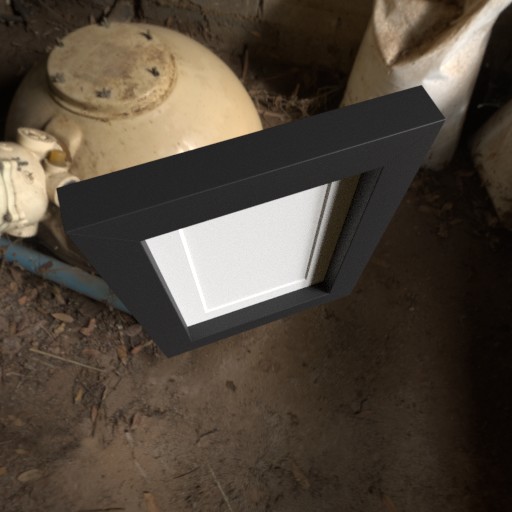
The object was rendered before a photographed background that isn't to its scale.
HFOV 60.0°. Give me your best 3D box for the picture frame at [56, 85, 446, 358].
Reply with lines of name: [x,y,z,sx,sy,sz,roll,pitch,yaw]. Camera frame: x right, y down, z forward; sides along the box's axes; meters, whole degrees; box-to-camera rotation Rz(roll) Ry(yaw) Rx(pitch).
picture frame: [0.000,0.000,0.271,0.157,0.208,0.028,-18,66,-8]
